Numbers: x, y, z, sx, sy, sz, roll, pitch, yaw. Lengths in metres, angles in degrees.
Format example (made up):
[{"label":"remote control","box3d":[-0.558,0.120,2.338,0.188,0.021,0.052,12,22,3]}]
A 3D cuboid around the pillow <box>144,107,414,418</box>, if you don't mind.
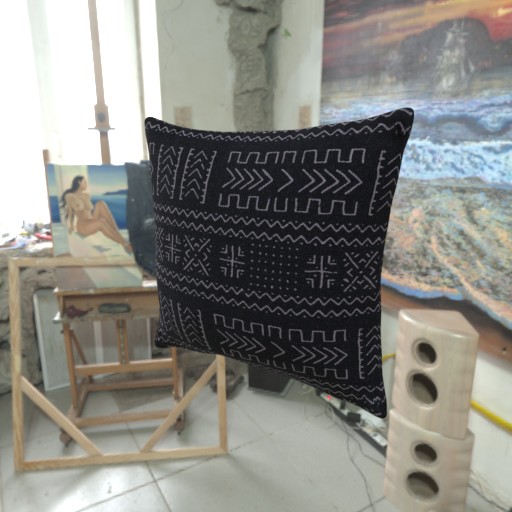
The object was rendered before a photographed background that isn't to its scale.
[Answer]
[{"label":"pillow","box3d":[0.000,0.000,0.691,0.438,0.430,0.164,9,18,28]}]
